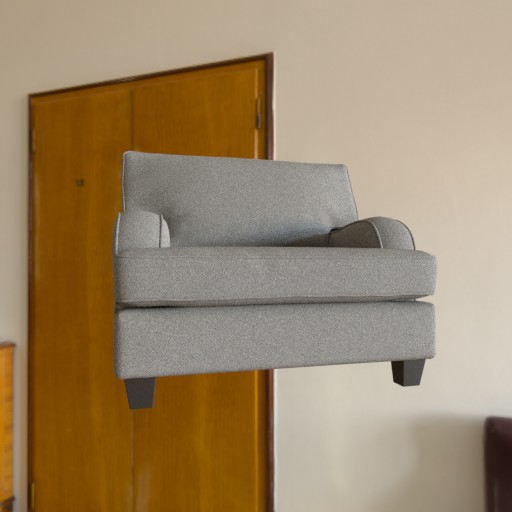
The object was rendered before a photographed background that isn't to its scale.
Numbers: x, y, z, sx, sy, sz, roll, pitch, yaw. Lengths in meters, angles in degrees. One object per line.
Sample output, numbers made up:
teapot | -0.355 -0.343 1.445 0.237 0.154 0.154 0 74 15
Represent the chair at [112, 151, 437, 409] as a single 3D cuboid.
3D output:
chair | 0.000 0.000 2.019 1.220 1.016 1.040 0 0 -15
